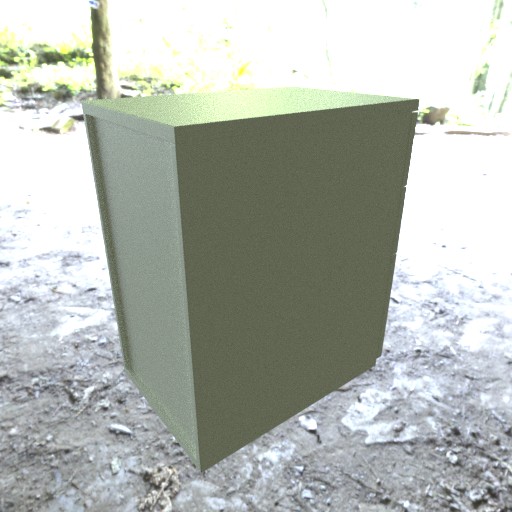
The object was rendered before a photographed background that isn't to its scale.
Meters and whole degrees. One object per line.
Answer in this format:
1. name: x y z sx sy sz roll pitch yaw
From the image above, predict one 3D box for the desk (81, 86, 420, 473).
1. desk: 0.000 0.000 1.090 0.600 0.730 0.404 -18 31 -33
